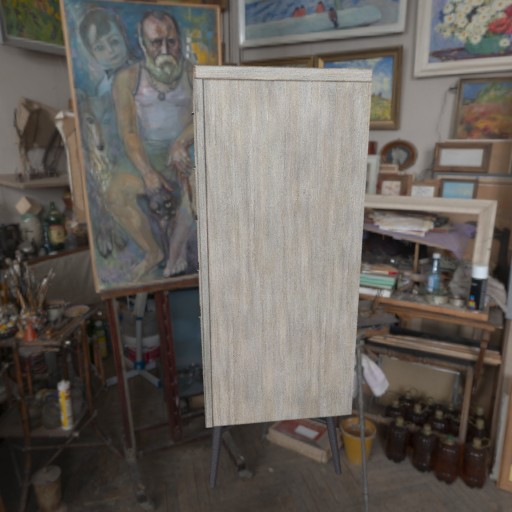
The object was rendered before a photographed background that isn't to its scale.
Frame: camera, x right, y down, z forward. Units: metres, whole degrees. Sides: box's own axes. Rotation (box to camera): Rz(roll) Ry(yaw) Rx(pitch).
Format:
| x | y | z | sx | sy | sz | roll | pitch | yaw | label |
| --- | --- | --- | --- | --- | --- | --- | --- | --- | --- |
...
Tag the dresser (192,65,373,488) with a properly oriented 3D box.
| x | y | z | sx | sy | sz | roll | pitch | yaw | label |
| --- | --- | --- | --- | --- | --- | --- | --- | --- | --- |
| 0.000 | 0.000 | 1.723 | 0.457 | 1.219 | 1.016 | -2 | 15 | -8 | dresser |
